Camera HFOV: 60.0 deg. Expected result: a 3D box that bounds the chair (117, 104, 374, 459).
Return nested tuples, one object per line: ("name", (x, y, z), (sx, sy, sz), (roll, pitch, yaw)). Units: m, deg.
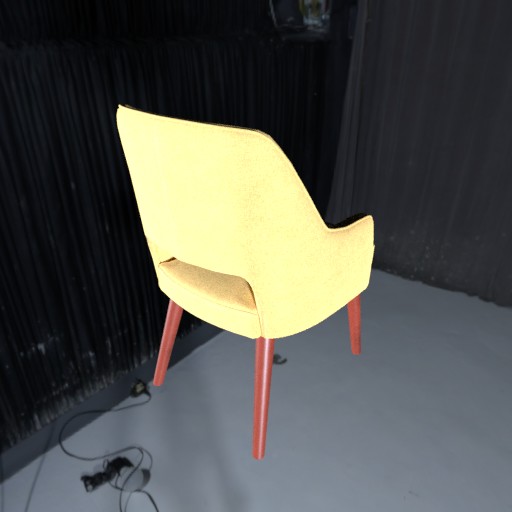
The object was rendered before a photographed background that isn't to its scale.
("chair", (0.000, 0.000, 1.231), (0.548, 0.849, 0.605), (22, 36, 34))
